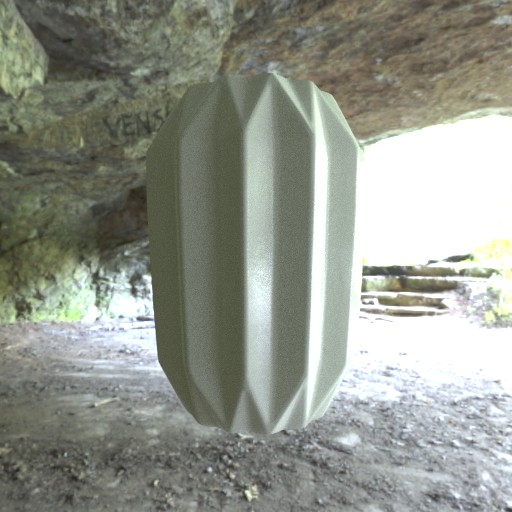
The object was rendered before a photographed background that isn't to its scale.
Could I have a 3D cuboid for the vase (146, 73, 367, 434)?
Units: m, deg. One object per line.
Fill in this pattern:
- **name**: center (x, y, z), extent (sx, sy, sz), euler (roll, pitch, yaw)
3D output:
- **vase**: center (0.000, 0.000, 0.396), extent (0.195, 0.275, 0.195), euler (0, -1, 0)
